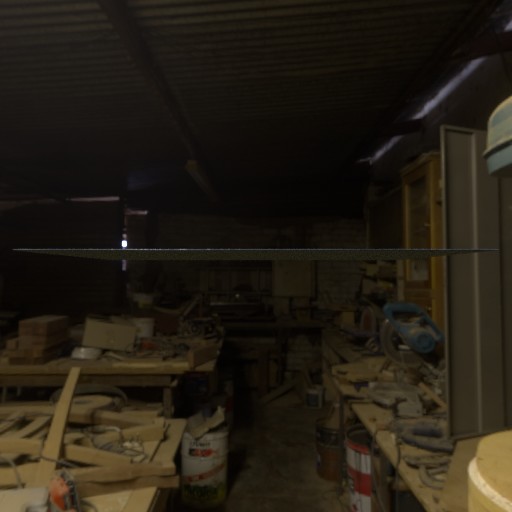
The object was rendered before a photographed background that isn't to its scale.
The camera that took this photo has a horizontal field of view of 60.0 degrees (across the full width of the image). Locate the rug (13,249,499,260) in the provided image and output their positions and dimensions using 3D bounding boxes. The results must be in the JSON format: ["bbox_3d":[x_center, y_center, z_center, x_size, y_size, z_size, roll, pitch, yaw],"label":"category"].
[{"bbox_3d":[0.000,0.000,2.978,2.440,0.007,1.525,0,-2,0],"label":"rug"}]
